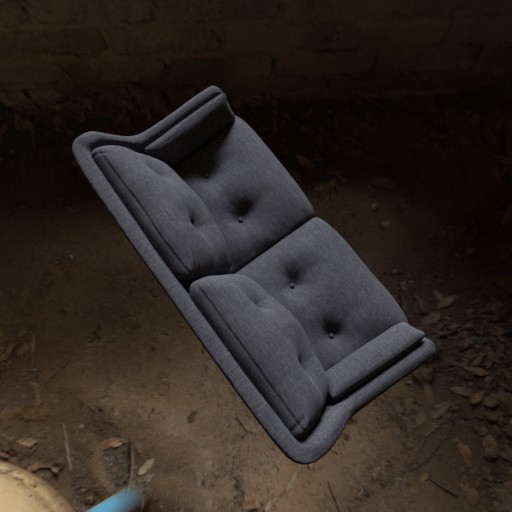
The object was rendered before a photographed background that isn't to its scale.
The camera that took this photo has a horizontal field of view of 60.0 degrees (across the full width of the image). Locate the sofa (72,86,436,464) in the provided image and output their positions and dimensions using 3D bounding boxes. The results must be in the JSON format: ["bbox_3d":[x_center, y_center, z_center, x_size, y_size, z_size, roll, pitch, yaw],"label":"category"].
[{"bbox_3d":[0.000,0.000,2.436,0.975,0.896,1.929,-36,78,-9],"label":"sofa"}]
